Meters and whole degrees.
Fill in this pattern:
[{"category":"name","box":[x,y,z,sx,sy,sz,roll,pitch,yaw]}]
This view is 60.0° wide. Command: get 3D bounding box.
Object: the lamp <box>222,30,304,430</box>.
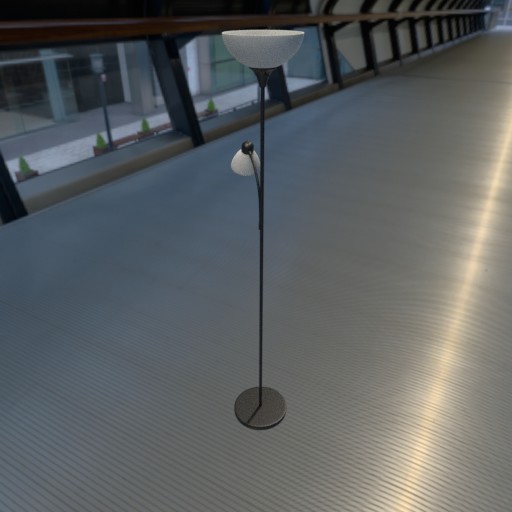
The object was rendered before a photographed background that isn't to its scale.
[{"category":"lamp","box":[0.000,0.000,1.990,0.279,1.804,0.442,-8,31,-14]}]
